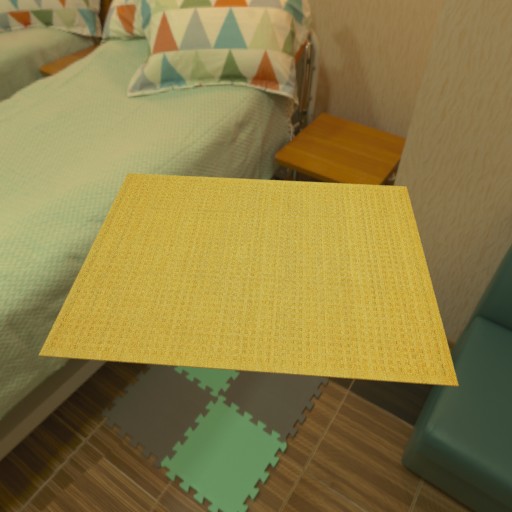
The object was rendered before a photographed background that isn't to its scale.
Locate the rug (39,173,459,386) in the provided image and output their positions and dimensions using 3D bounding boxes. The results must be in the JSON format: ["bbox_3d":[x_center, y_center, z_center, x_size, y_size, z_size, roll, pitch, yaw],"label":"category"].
[{"bbox_3d":[0.000,0.000,4.279,3.242,0.015,2.486,3,45,3],"label":"rug"}]
